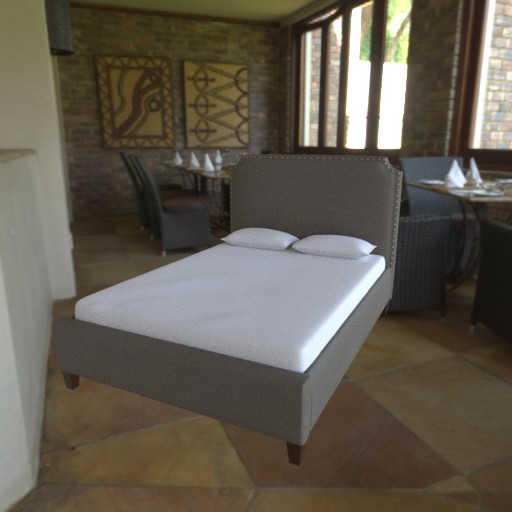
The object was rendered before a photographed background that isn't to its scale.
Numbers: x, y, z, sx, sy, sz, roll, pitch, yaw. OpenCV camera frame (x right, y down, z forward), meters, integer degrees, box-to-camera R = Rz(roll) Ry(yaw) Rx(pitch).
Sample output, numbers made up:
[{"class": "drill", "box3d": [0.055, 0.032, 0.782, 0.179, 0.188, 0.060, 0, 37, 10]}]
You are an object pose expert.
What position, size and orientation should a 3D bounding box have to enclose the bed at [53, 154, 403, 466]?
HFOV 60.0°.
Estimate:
[{"class": "bed", "box3d": [0.000, 0.000, 3.369, 1.712, 1.443, 2.372, 7, 16, 26]}]
